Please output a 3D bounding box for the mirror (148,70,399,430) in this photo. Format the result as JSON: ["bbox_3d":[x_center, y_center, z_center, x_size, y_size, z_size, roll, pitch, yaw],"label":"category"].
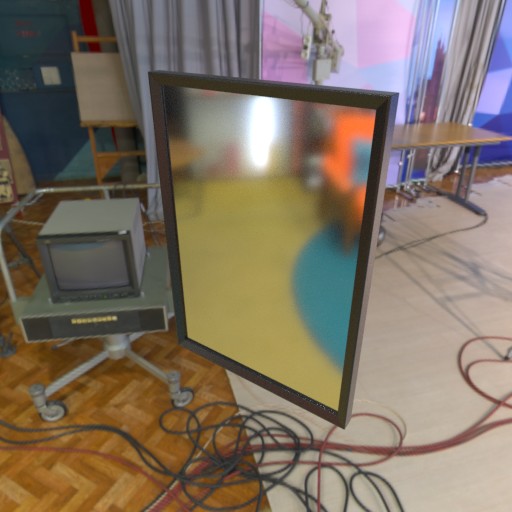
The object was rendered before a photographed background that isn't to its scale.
[{"bbox_3d":[0.000,0.000,0.956,0.507,0.710,0.039,19,34,30],"label":"mirror"}]
